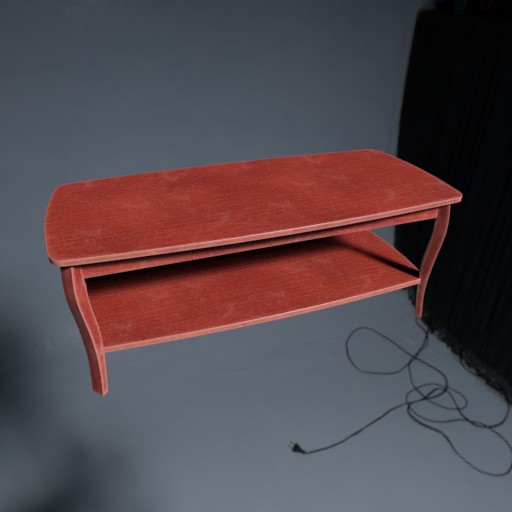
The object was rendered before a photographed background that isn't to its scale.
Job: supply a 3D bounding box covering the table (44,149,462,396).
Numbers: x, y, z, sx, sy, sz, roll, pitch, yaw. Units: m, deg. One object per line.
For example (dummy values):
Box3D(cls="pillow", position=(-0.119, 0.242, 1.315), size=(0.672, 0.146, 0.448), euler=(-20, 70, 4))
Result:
Box3D(cls="table", position=(0.000, 0.000, 1.497), size=(1.216, 0.473, 0.561), euler=(-10, 32, -17))
